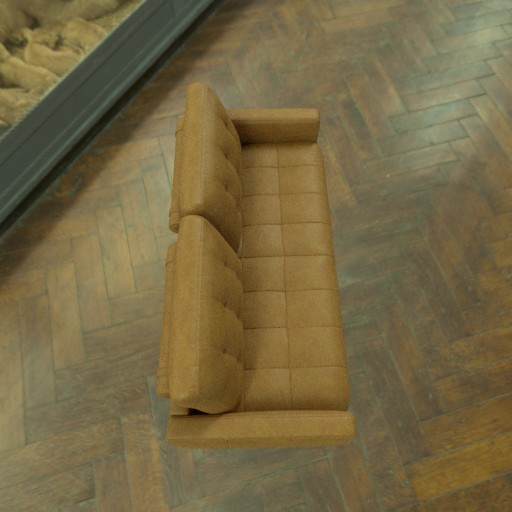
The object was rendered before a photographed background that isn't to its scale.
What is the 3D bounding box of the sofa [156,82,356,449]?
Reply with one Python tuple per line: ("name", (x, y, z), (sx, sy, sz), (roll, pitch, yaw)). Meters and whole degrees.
("sofa", (0.000, 0.000, 2.304), (0.850, 0.898, 1.821), (-1, 64, -1))
